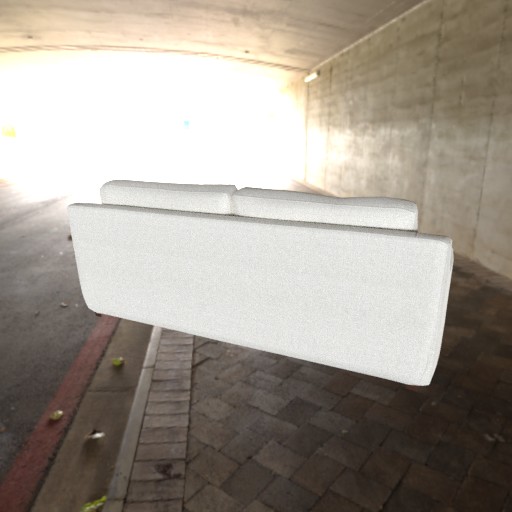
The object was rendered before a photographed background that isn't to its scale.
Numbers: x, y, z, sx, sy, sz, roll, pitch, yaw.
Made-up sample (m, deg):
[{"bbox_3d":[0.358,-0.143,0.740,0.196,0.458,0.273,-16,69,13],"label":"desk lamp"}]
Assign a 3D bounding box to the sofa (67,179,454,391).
[{"bbox_3d":[0.000,0.000,3.058,2.470,1.022,1.009,7,17,25],"label":"sofa"}]
